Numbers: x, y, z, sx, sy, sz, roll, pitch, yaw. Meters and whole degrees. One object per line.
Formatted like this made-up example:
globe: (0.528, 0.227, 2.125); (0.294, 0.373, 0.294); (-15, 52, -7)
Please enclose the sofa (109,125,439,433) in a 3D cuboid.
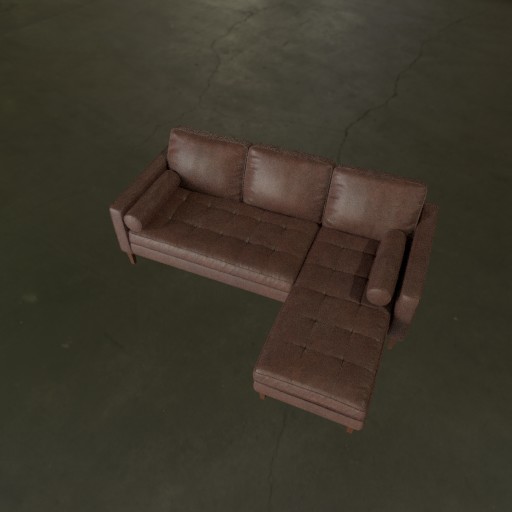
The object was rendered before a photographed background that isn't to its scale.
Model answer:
sofa: (0.000, 0.000, 3.039); (2.185, 0.841, 1.613); (17, 50, 15)
